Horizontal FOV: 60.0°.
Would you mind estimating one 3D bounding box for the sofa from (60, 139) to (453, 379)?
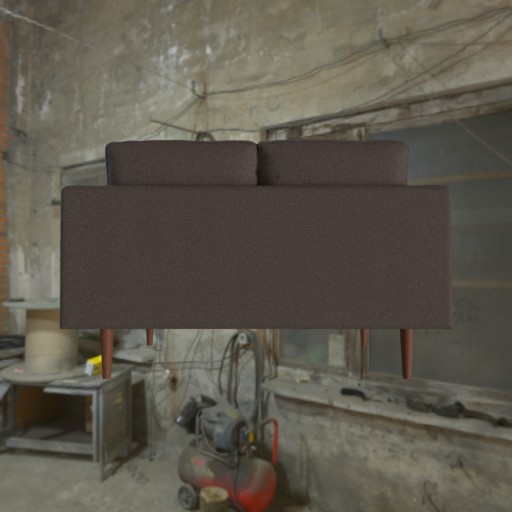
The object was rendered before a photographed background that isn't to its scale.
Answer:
[{"bbox_3d":[0.000,0.000,1.987,1.430,0.908,0.796,0,-1,0],"label":"sofa"}]
